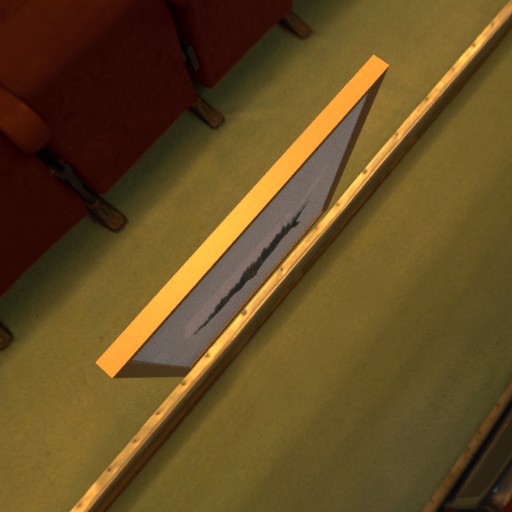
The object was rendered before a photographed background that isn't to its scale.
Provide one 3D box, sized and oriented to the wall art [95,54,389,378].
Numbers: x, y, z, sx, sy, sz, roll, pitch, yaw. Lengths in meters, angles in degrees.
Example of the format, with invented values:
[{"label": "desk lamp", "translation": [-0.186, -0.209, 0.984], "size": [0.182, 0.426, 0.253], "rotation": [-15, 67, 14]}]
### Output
[{"label": "wall art", "translation": [0.000, 0.000, 1.154], "size": [0.038, 0.762, 0.762], "rotation": [39, 78, 10]}]
